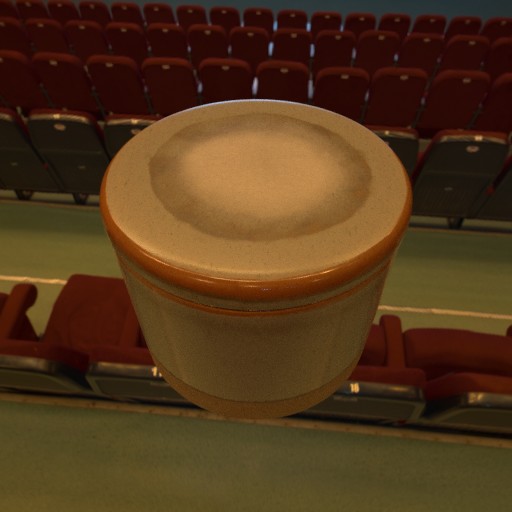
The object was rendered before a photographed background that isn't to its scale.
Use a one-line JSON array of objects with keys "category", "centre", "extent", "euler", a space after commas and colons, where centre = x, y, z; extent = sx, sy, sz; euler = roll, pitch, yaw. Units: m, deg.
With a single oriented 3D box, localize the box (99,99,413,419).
[{"category": "box", "centre": [0.000, 0.000, 0.211], "extent": [0.123, 0.100, 0.123], "euler": [0, 46, 0]}]
